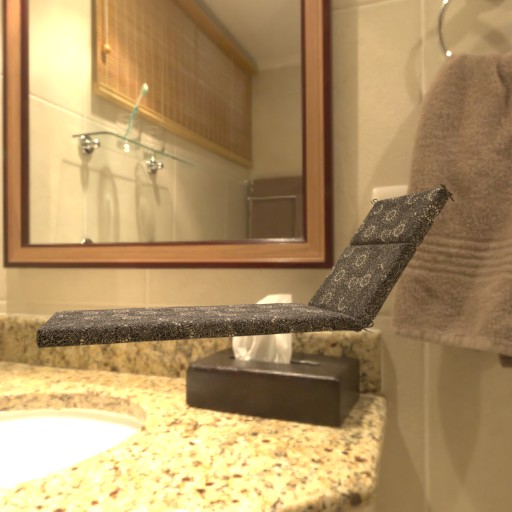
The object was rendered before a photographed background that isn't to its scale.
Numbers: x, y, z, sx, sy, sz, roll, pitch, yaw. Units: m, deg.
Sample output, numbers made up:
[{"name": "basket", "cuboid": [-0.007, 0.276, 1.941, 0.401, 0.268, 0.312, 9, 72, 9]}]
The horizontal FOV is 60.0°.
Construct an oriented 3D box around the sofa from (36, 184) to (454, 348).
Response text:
[{"name": "sofa", "cuboid": [0.000, 0.000, 1.927, 1.663, 0.622, 0.582, 0, 0, -18]}]
